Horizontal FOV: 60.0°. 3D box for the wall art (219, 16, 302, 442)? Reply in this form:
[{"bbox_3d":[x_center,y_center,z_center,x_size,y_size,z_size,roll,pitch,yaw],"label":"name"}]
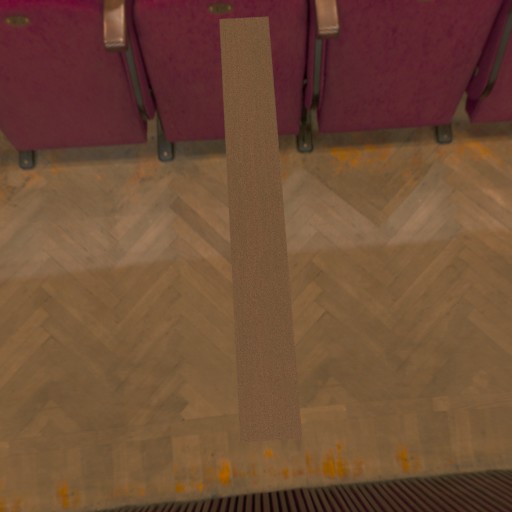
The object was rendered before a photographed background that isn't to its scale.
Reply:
[{"bbox_3d":[0.000,0.000,0.453,0.038,0.303,0.304,-3,77,-1],"label":"wall art"}]
